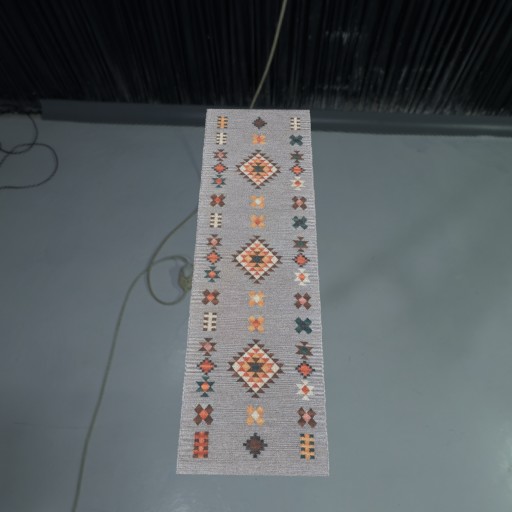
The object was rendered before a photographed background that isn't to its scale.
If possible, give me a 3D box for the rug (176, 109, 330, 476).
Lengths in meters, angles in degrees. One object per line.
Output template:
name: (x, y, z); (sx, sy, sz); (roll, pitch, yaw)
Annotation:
rug: (0.000, 0.000, 2.745); (0.766, 0.008, 2.432); (1, 63, 0)
